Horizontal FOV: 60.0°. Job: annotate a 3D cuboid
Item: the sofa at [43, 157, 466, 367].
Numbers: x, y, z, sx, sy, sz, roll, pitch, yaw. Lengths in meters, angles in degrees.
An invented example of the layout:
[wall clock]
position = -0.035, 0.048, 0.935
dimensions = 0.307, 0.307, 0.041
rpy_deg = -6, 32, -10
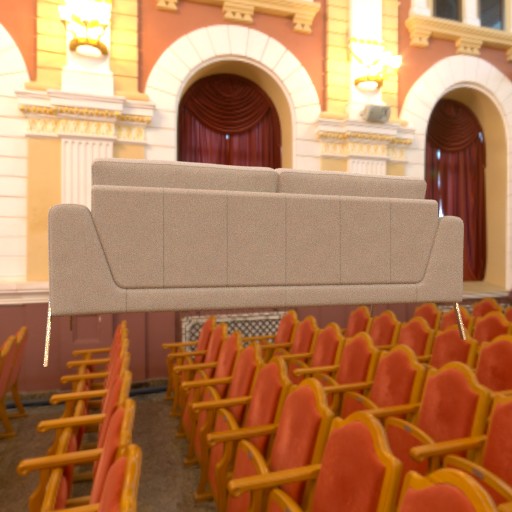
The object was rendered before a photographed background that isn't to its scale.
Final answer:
[sofa]
position = 0.000, 0.000, 2.472
dimensions = 2.017, 0.875, 0.953
rpy_deg = 0, 0, -17
